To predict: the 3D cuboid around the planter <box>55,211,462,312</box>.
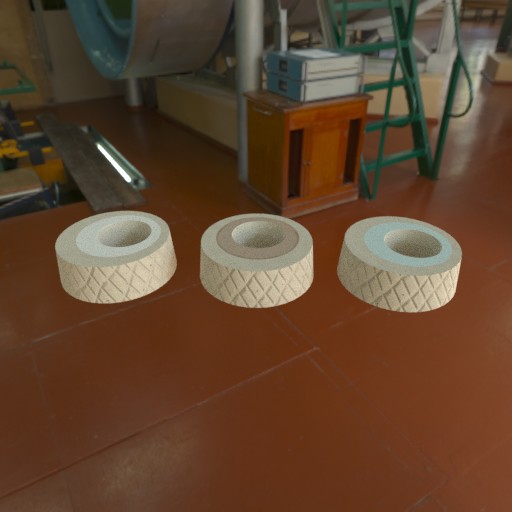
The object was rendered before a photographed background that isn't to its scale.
[{"bbox_3d":[0.000,0.000,0.436,0.390,0.038,0.114,1,33,2],"label":"planter"}]
